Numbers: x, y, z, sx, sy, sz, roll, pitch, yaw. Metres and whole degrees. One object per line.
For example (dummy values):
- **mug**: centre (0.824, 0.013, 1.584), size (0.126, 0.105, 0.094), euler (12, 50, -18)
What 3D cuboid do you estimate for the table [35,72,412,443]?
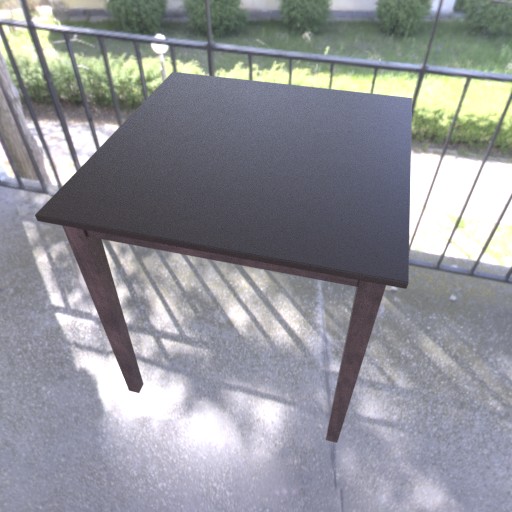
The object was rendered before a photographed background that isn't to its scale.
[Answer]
- **table**: centre (0.000, 0.000, 1.375), size (0.749, 0.770, 0.749), euler (10, 46, 10)
